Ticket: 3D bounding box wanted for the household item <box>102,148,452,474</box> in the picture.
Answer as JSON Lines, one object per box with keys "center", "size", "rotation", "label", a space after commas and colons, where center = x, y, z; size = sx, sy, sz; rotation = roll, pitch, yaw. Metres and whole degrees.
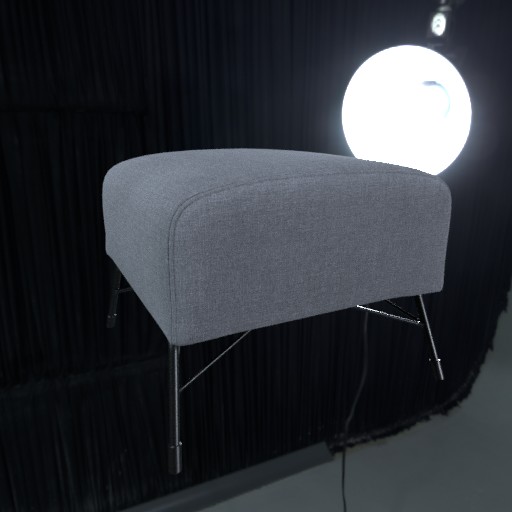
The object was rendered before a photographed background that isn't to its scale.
{"center": [0.000, 0.000, 0.882], "size": [0.530, 0.410, 0.530], "rotation": [-8, 18, -26], "label": "household item"}
